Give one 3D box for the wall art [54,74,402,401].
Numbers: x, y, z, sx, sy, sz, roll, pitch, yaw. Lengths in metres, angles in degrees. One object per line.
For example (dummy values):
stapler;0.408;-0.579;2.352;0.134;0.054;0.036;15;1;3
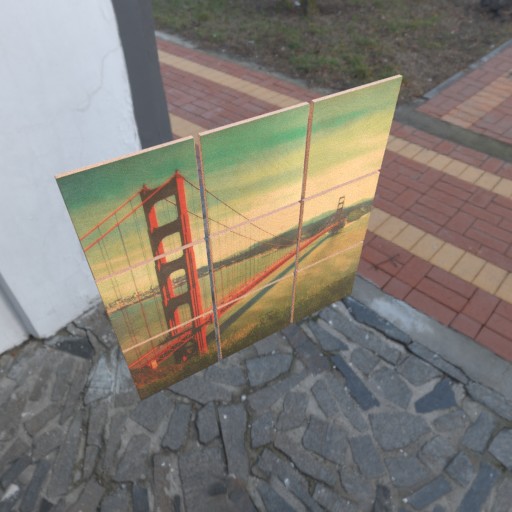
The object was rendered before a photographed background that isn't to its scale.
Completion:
wall art;0.000;0.000;1.797;1.217;1.207;0.016;-23;49;-21
